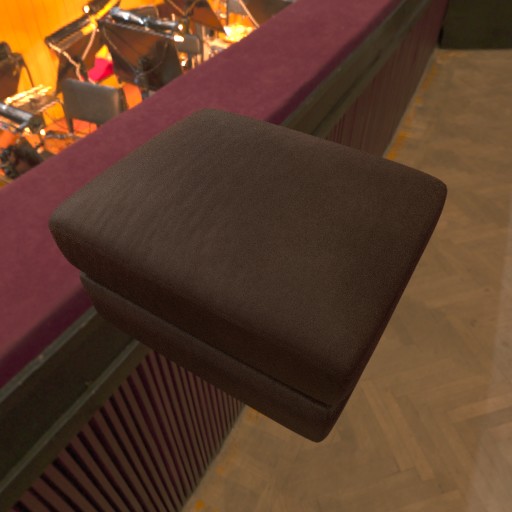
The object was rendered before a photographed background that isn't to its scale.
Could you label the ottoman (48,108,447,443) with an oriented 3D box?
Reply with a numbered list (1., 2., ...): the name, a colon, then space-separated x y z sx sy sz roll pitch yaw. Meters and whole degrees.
1. ottoman: 0.000 0.000 1.234 0.806 0.569 0.670 24 50 22
